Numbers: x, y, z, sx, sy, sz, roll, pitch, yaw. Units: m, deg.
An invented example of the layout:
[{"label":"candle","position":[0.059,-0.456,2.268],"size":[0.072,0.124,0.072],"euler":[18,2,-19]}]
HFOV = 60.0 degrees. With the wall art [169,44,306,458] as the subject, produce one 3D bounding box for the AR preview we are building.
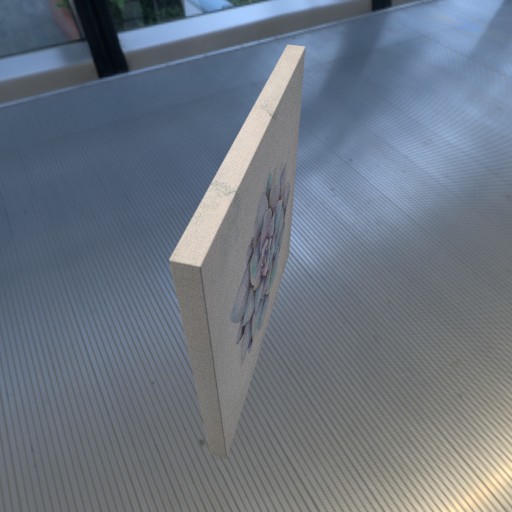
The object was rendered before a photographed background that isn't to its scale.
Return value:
[{"label":"wall art","position":[0.000,0.000,0.915],"size":[0.040,0.612,0.612],"euler":[11,48,10]}]
